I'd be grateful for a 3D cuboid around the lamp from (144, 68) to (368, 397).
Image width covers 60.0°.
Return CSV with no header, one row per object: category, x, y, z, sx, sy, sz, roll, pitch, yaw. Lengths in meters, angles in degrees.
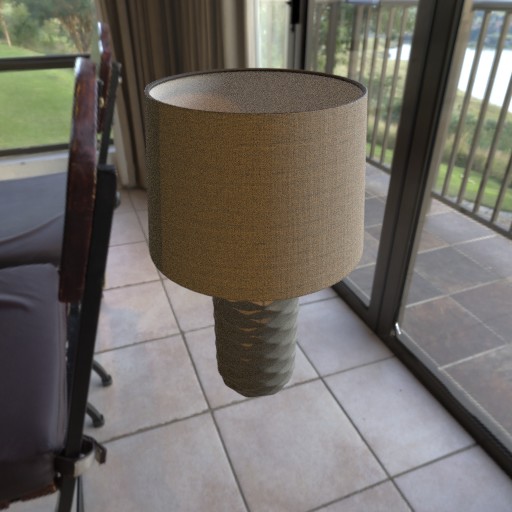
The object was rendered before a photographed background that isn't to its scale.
lamp,0.000,0.000,0.814,0.376,0.594,0.376,0,32,0
